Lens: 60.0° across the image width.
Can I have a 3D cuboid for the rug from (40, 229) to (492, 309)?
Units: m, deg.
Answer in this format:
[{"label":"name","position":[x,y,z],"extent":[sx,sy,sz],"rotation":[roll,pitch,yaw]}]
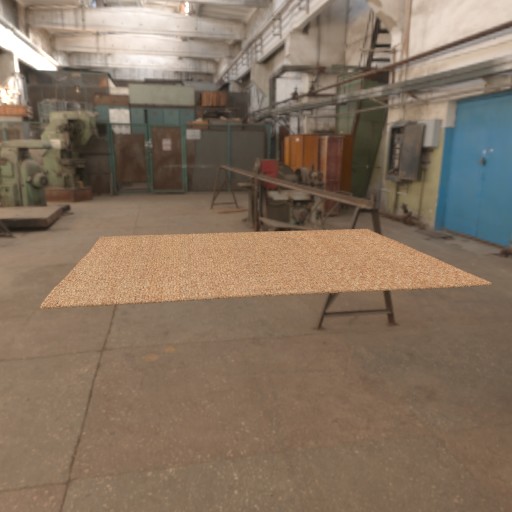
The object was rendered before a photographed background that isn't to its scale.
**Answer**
[{"label":"rug","position":[0.000,0.000,2.776],"extent":[2.141,0.013,1.566],"rotation":[-2,14,-9]}]
